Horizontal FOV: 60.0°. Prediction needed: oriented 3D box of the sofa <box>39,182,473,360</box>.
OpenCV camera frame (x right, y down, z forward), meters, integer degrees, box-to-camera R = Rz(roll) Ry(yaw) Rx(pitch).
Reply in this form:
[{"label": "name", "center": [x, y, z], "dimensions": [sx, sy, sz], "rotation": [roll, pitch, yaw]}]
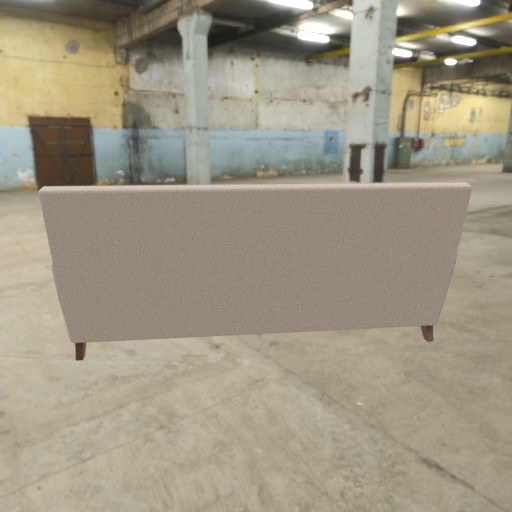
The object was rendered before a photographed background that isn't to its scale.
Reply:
[{"label": "sofa", "center": [0.000, 0.000, 2.440], "dimensions": [2.000, 0.846, 0.875], "rotation": [-2, 14, -7]}]
